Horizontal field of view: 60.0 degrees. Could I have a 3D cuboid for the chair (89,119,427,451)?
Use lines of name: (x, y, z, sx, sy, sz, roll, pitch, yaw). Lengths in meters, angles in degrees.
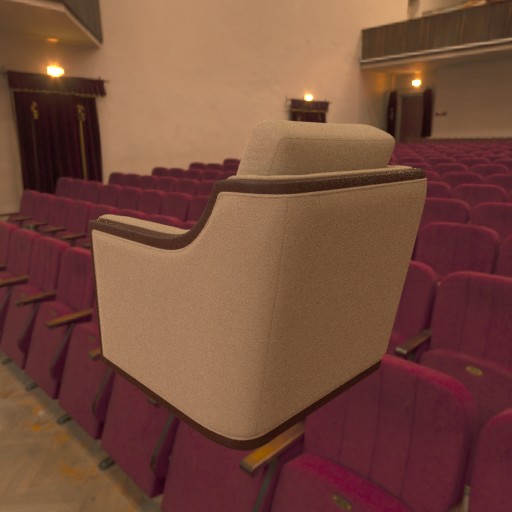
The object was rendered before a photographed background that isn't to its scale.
chair: (0.000, 0.000, 1.633, 0.870, 0.930, 0.950, -14, 20, -43)
